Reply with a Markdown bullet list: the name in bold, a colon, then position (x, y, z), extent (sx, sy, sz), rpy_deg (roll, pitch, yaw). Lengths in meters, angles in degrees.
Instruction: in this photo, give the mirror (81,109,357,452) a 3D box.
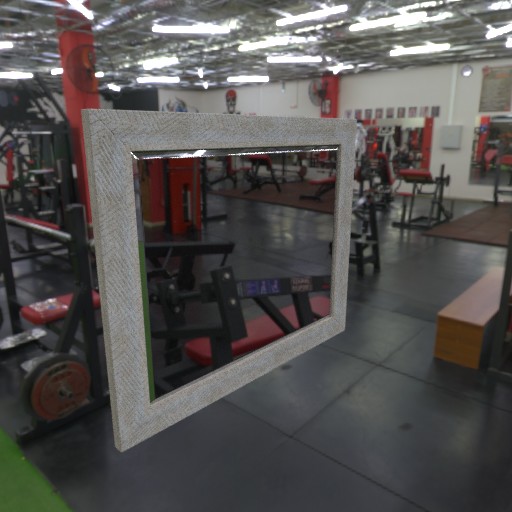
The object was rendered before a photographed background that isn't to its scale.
- **mirror**: position (0.000, 0.000, 1.136), extent (0.028, 0.689, 0.839), rpy_deg (15, 21, 42)
